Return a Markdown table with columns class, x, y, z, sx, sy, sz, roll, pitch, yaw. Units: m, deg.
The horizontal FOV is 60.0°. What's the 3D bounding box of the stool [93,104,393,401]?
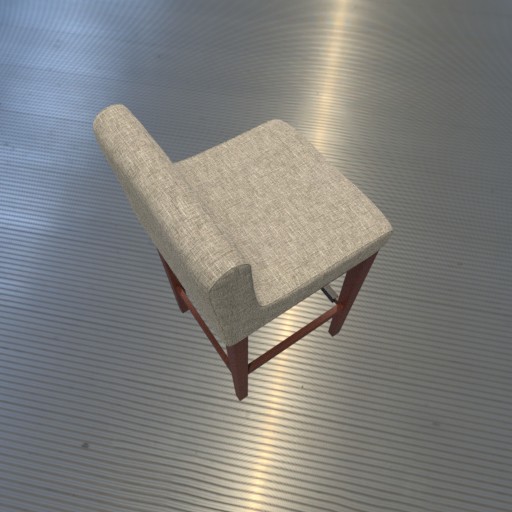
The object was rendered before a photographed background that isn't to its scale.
| class | x | y | z | sx | sy | sz | roll | pitch | yaw |
| --- | --- | --- | --- | --- | --- | --- | --- | --- | --- |
| stool | 0.000 | 0.000 | 1.115 | 0.459 | 0.835 | 0.417 | -30 | 63 | -17 |
